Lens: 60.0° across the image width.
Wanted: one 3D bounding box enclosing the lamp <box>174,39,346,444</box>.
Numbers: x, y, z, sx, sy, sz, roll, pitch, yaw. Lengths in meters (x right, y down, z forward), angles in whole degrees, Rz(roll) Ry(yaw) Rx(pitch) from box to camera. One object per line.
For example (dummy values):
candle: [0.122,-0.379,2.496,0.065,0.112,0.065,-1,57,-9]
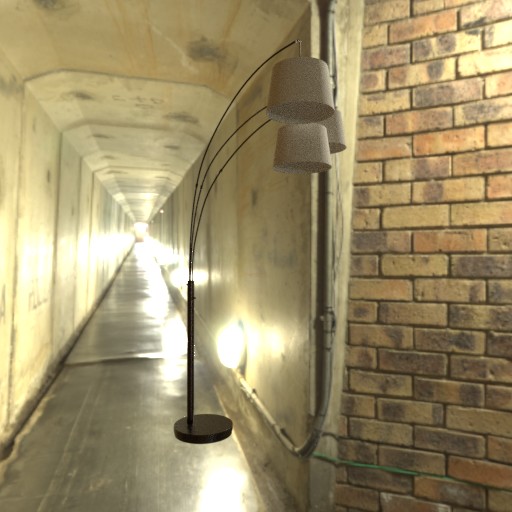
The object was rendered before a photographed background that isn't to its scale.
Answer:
lamp: [0.000,0.000,2.390,0.924,1.950,0.951,0,-1,17]
